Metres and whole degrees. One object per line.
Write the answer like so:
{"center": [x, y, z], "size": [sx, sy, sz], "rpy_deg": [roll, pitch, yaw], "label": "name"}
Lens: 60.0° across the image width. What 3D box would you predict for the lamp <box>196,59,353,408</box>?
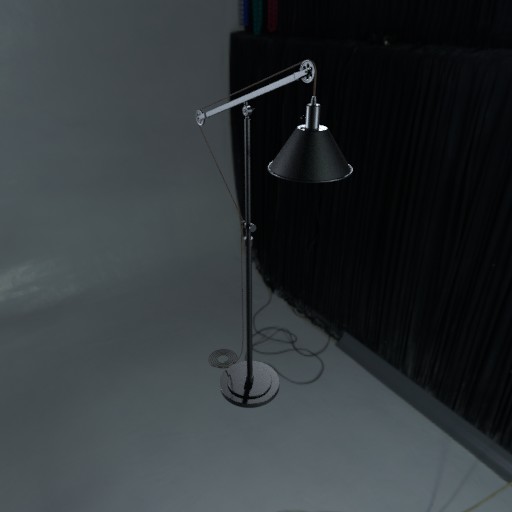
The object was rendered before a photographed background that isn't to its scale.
{"center": [0.000, 0.000, 1.959], "size": [0.319, 1.626, 0.904], "rpy_deg": [-20, 34, -32], "label": "lamp"}
